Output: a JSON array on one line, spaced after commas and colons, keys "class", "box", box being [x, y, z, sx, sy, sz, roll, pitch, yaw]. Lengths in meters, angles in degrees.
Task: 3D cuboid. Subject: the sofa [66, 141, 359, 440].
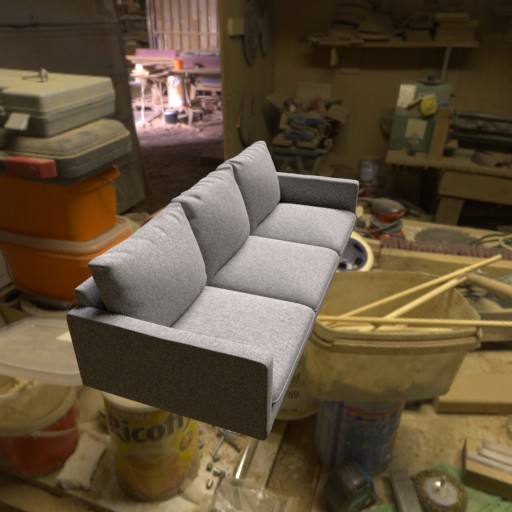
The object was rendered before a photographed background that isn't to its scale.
[{"class": "sofa", "box": [0.000, 0.000, 2.481, 0.850, 0.830, 2.000, 10, 30, 18]}]
